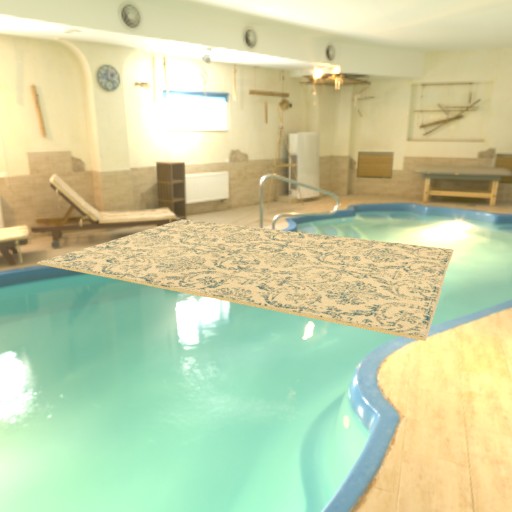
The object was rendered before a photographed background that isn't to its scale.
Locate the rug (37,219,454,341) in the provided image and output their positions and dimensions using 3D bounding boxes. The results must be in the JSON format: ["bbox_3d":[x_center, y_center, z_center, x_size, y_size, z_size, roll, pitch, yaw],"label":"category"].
[{"bbox_3d":[0.000,0.000,3.485,2.746,0.018,1.819,8,18,26],"label":"rug"}]
